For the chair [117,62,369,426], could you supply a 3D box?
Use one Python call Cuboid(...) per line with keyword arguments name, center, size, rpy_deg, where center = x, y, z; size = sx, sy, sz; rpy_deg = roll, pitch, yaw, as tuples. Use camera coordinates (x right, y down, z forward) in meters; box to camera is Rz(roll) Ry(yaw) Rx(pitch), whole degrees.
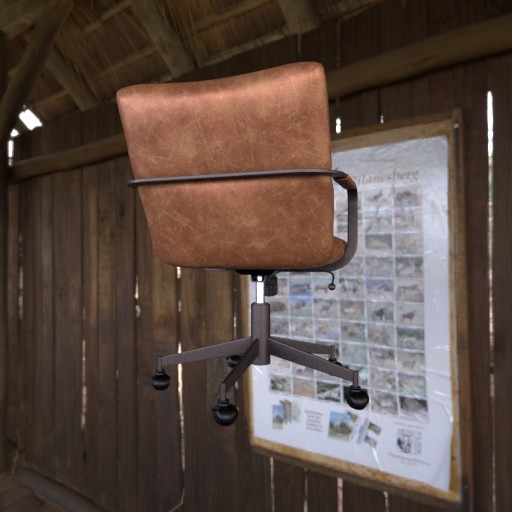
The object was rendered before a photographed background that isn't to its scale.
Cuboid(name="chair", center=(0.000, 0.000, 1.460), size=(0.727, 0.922, 0.754), rpy_deg=(0, -1, 18))
